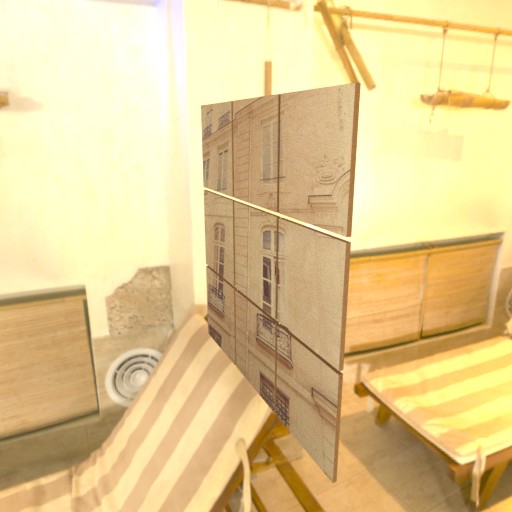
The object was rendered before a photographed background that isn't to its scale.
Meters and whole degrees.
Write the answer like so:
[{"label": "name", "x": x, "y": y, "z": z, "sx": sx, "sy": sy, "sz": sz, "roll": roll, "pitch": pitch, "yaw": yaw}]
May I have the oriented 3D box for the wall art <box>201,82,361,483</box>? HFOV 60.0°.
[{"label": "wall art", "x": 0.000, "y": 0.000, "z": 1.355, "sx": 0.018, "sy": 0.913, "sz": 0.915, "roll": -7, "pitch": 18, "yaw": -24}]
